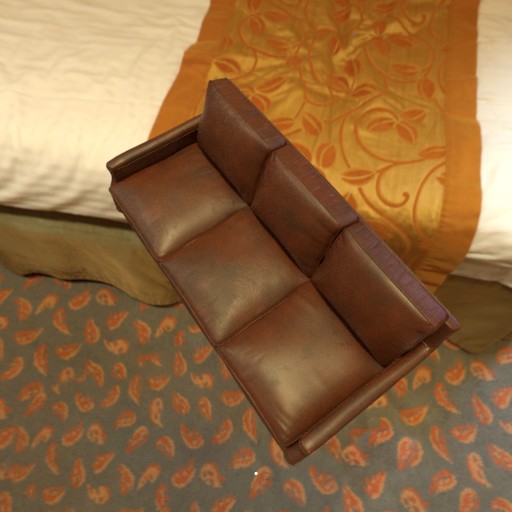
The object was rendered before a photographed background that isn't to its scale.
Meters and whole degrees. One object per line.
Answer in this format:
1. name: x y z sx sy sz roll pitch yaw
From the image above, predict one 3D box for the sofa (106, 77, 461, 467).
1. sofa: 0.000 0.000 2.828 1.084 1.003 2.240 -32 68 -15
